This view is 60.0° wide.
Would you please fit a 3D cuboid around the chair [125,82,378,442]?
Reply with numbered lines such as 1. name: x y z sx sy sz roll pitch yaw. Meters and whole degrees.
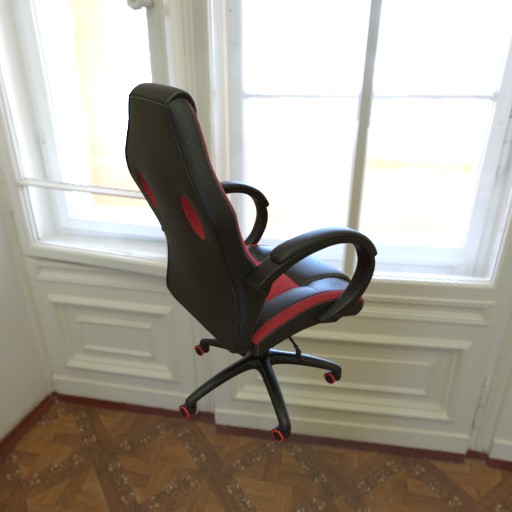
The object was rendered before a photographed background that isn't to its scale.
1. chair: 0.000 0.000 1.596 0.724 1.187 0.673 -17 31 -31
